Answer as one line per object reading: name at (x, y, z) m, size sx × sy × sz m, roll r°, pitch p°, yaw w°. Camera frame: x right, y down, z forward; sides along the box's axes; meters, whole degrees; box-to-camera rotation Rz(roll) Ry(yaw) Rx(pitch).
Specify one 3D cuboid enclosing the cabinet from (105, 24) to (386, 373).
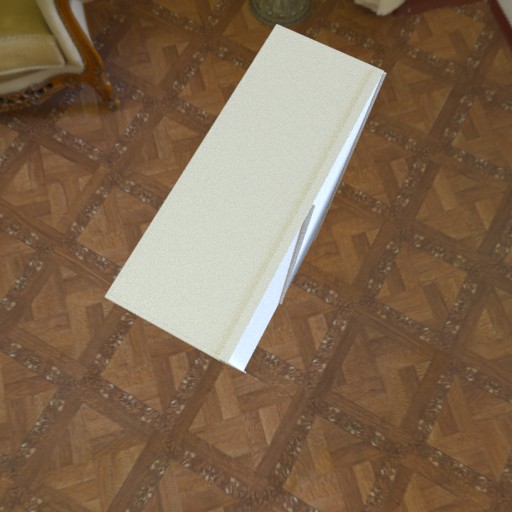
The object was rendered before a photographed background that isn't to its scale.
cabinet at (0.000, 0.000, 2.627) m, size 0.480 × 2.160 × 1.250 m, roll 27°, pitch 76°, yaw 7°
